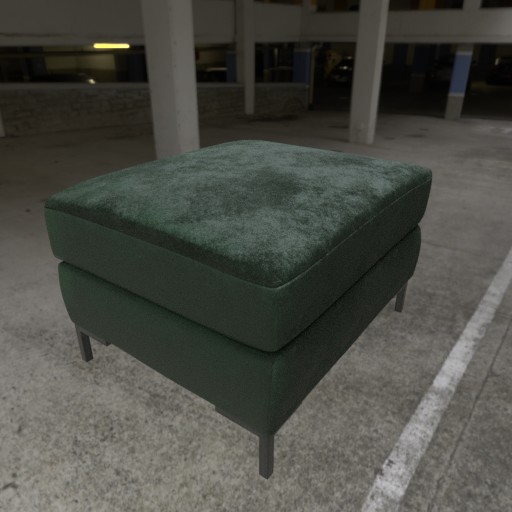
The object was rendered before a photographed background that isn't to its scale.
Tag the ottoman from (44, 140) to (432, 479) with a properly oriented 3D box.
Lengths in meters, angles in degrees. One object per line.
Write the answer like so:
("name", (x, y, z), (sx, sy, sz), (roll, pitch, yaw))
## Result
("ottoman", (0.000, 0.000, 1.271), (0.701, 0.538, 0.839), (18, 32, 32))
